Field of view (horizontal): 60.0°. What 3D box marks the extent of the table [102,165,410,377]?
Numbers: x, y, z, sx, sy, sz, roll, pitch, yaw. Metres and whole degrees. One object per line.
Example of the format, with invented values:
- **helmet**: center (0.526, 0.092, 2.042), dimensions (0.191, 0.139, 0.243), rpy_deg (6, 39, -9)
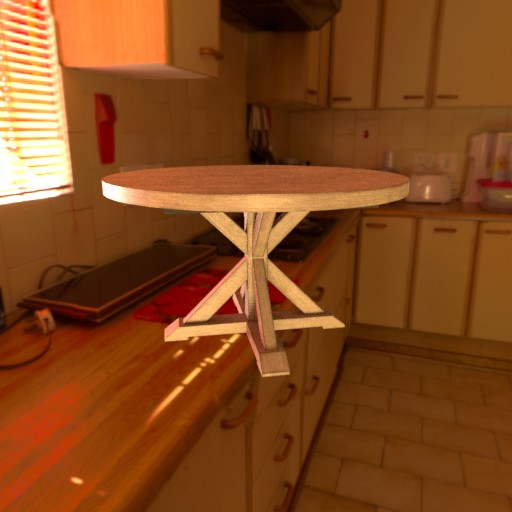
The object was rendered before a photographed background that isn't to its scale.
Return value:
- **table**: center (0.000, 0.000, 2.167), dimensions (1.363, 0.781, 1.363), rpy_deg (0, 15, 0)
